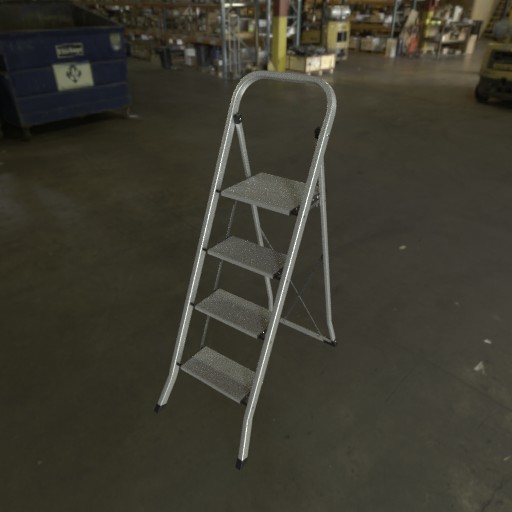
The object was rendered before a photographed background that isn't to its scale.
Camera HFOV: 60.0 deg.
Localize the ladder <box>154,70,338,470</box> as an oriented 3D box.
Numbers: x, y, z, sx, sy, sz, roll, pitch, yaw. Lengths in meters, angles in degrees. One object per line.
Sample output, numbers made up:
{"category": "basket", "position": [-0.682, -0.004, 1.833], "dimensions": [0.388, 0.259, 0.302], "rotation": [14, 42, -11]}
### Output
{"category": "ladder", "position": [0.000, 0.000, 1.721], "dimensions": [0.465, 1.290, 0.830], "rotation": [20, 36, 31]}
